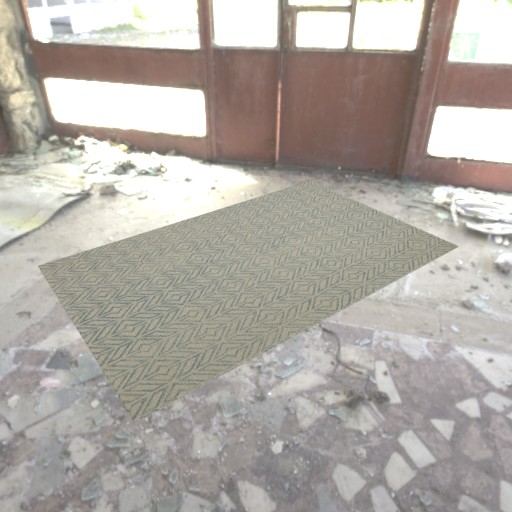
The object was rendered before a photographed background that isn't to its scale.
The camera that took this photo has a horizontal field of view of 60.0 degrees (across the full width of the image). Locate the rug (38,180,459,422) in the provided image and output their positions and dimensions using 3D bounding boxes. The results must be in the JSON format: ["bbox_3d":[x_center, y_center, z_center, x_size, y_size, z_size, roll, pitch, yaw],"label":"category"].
[{"bbox_3d":[0.000,0.000,3.024,2.441,0.008,1.526,-22,38,-31],"label":"rug"}]
